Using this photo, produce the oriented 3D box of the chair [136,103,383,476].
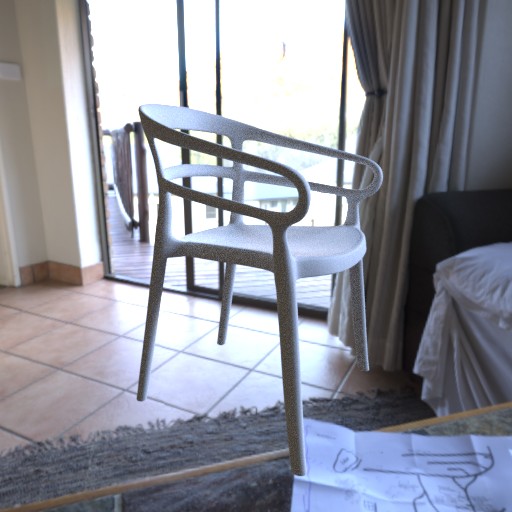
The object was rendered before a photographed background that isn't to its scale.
[{"bbox_3d":[0.000,0.000,1.142,0.527,0.761,0.559,7,16,28],"label":"chair"}]
